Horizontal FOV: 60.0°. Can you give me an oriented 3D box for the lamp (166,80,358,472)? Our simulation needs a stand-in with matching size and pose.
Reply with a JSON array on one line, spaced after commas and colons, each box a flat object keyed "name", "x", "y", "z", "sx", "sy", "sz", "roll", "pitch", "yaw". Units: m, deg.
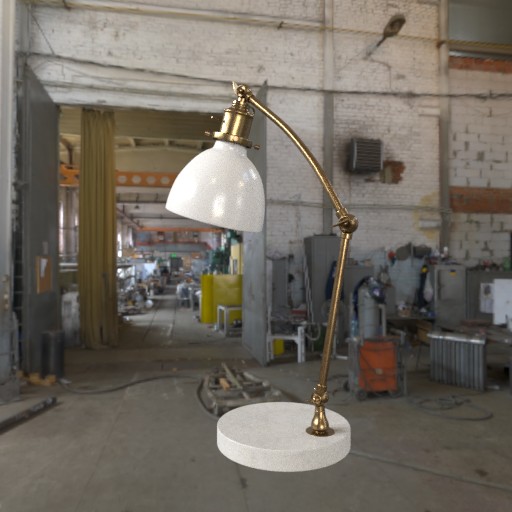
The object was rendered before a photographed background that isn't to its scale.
[{"name": "lamp", "x": 0.000, "y": 0.000, "z": 0.656, "sx": 0.317, "sy": 0.522, "sz": 0.186, "roll": -1, "pitch": -1, "yaw": 35}]
